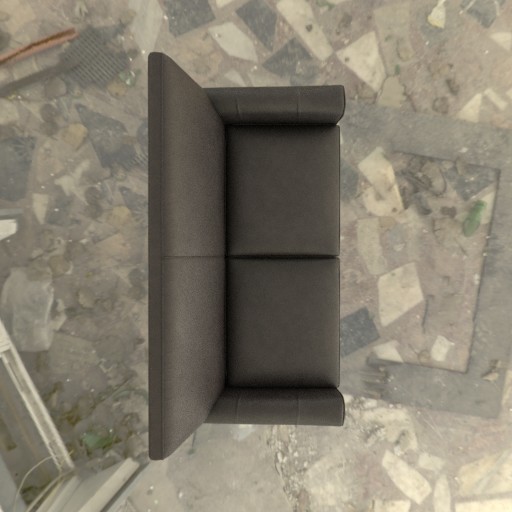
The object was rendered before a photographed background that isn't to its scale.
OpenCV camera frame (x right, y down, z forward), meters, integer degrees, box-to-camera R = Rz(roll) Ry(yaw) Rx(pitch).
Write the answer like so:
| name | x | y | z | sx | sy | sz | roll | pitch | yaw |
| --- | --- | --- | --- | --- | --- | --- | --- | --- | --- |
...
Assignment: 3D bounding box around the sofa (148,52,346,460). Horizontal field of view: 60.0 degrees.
| name | x | y | z | sx | sy | sz | roll | pitch | yaw |
| --- | --- | --- | --- | --- | --- | --- | --- | --- | --- |
| sofa | 0.000 | 0.000 | 2.028 | 0.787 | 0.871 | 1.473 | 0 | 90 | 0 |
